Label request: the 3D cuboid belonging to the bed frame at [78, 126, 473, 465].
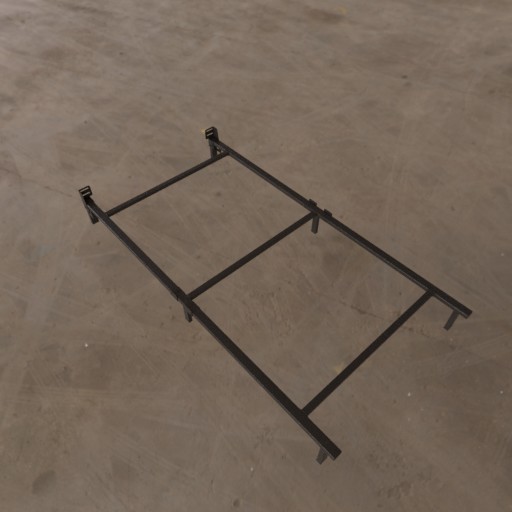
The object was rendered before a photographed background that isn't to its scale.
[{"bbox_3d":[0.000,0.000,2.313,0.968,0.248,1.897,-34,57,-26],"label":"bed frame"}]
